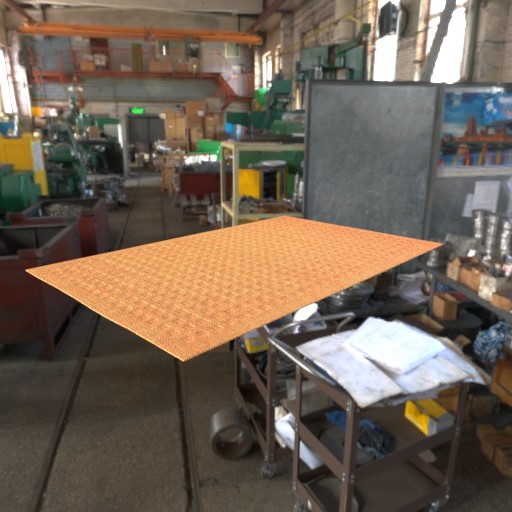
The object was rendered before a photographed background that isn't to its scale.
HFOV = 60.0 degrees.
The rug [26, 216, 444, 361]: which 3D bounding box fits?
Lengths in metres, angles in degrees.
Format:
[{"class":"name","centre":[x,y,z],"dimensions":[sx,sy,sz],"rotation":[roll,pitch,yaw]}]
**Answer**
[{"class":"rug","centre":[0.000,0.000,2.179],"dimensions":[1.143,0.006,1.747],"rotation":[15,22,42]}]
